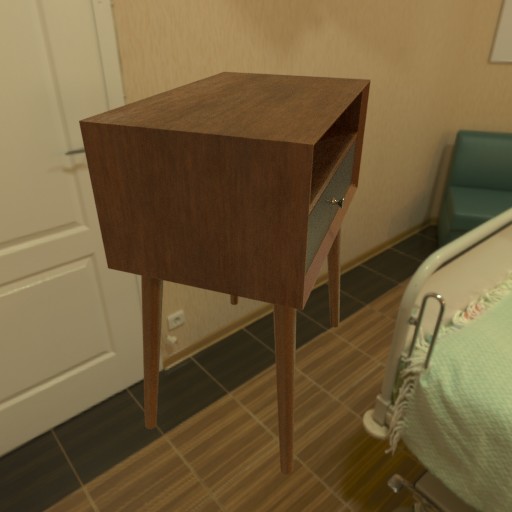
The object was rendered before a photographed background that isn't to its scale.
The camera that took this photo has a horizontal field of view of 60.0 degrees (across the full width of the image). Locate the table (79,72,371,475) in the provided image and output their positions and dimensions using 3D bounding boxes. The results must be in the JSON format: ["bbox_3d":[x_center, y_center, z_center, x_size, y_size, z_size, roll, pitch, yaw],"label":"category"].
[{"bbox_3d":[0.000,0.000,0.841,0.307,0.580,0.454,10,32,17],"label":"table"}]
